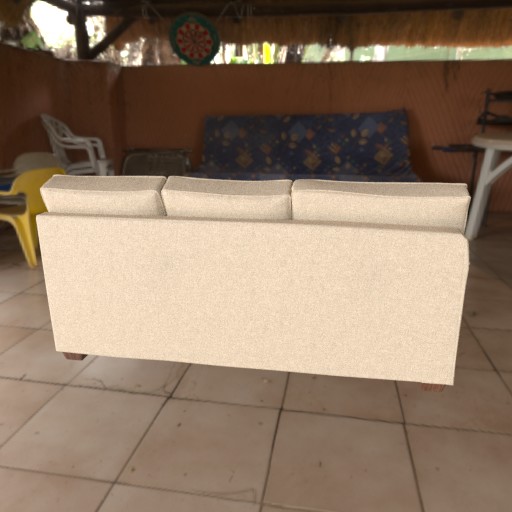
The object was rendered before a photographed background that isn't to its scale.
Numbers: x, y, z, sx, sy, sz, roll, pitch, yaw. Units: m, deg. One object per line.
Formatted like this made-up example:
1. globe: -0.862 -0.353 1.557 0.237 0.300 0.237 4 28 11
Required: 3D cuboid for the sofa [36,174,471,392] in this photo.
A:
1. sofa: 0.000 0.000 2.483 1.962 0.946 1.034 3 16 9
